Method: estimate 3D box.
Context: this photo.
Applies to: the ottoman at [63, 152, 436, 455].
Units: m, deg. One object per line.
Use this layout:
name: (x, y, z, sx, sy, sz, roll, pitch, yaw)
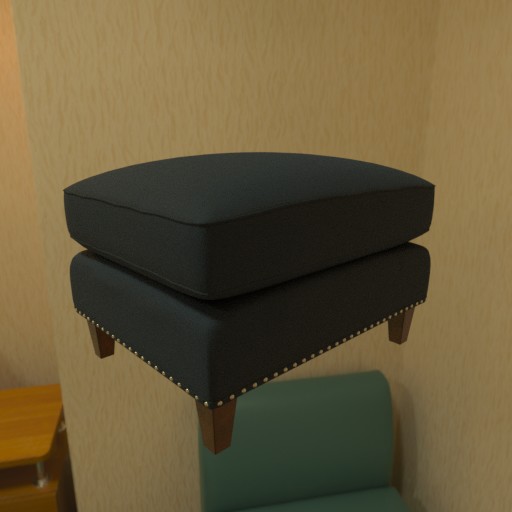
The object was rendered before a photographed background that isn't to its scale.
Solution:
ottoman: (0.000, 0.000, 1.128, 0.741, 0.513, 0.584, -14, 21, -41)
